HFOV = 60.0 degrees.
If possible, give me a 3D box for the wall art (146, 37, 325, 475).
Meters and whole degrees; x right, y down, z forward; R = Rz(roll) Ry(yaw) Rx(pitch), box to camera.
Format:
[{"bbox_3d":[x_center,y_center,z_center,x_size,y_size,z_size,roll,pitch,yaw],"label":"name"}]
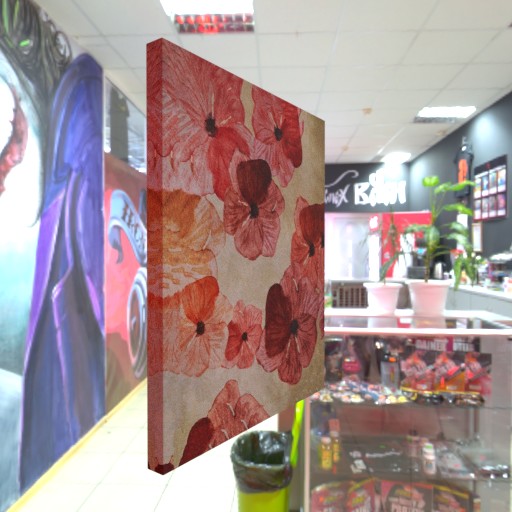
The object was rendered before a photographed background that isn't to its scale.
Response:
[{"bbox_3d":[0.000,0.000,0.685,0.028,0.508,0.406,0,1,36],"label":"wall art"}]
